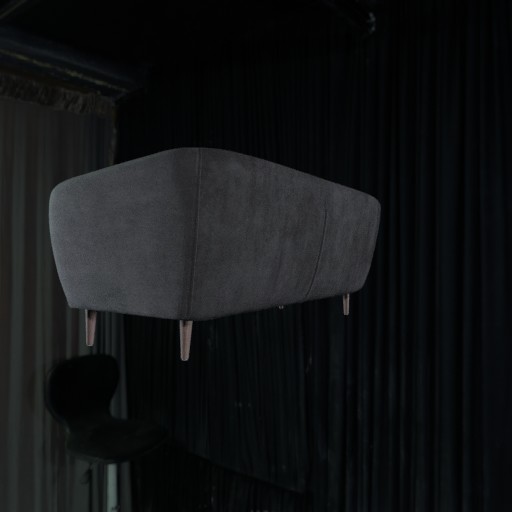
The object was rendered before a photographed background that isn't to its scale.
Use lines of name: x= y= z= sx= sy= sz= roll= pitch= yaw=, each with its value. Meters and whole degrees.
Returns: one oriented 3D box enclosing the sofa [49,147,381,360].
sofa: x=0.000 y=0.000 z=2.726 sx=0.956 sy=0.875 sz=2.296 roll=0 pitch=0 yaw=34
